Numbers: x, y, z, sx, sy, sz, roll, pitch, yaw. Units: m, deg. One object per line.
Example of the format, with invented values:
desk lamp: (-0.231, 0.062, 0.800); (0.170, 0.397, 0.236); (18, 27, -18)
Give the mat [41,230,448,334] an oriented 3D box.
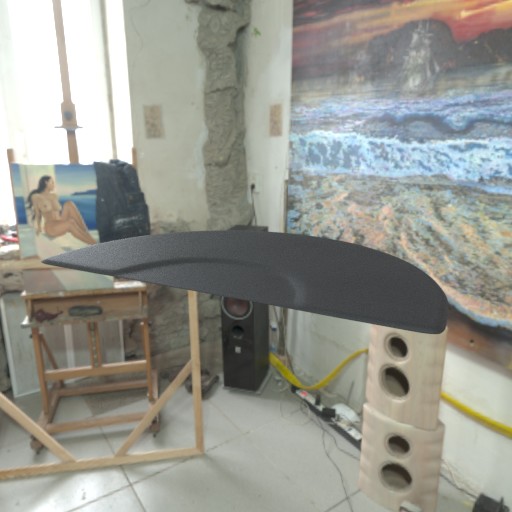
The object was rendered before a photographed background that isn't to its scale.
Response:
mat: (0.000, 0.000, 1.856); (1.525, 0.016, 0.917); (8, 17, 25)
